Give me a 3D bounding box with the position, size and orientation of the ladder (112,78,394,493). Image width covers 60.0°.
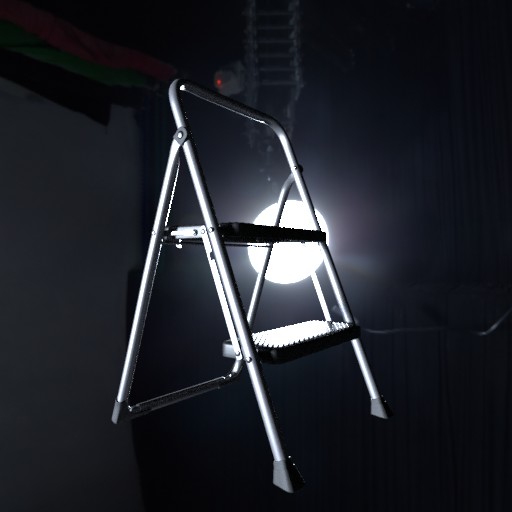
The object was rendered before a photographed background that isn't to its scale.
[{"bbox_3d":[0.000,0.000,0.980,0.472,0.720,0.430,0,0,37],"label":"ladder"}]
